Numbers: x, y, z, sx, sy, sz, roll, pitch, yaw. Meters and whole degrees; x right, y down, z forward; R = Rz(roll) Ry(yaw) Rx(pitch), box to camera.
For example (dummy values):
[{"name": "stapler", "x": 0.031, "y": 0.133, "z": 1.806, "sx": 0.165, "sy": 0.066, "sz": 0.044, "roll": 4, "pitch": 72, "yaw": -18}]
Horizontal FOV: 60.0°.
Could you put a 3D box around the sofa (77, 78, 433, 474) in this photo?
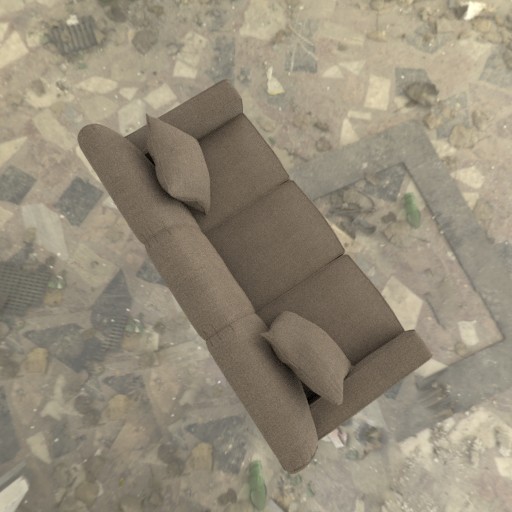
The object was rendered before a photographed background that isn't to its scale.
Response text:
[{"name": "sofa", "x": 0.000, "y": 0.000, "z": 2.618, "sx": 0.997, "sy": 0.958, "sz": 2.024, "roll": -33, "pitch": 79, "yaw": -7}]
